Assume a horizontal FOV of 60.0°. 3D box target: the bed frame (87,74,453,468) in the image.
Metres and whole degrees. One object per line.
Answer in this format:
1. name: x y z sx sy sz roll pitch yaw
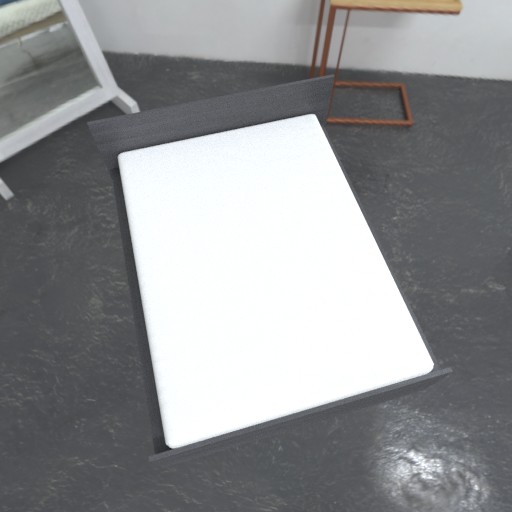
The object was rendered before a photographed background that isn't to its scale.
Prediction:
1. bed frame: 0.000 0.000 2.743 1.622 0.800 1.960 -14 62 -7
